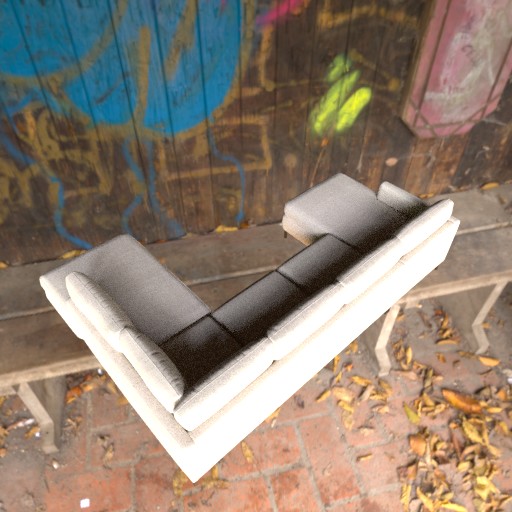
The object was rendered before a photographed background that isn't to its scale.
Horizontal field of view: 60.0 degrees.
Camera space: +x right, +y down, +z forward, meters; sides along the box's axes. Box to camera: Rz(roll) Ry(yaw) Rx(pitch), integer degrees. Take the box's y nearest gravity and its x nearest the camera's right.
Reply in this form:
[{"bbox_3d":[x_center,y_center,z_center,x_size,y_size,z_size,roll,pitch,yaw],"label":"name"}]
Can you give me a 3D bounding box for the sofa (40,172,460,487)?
[{"bbox_3d":[0.000,0.000,3.477,2.737,0.756,1.879,-33,53,-29],"label":"sofa"}]
